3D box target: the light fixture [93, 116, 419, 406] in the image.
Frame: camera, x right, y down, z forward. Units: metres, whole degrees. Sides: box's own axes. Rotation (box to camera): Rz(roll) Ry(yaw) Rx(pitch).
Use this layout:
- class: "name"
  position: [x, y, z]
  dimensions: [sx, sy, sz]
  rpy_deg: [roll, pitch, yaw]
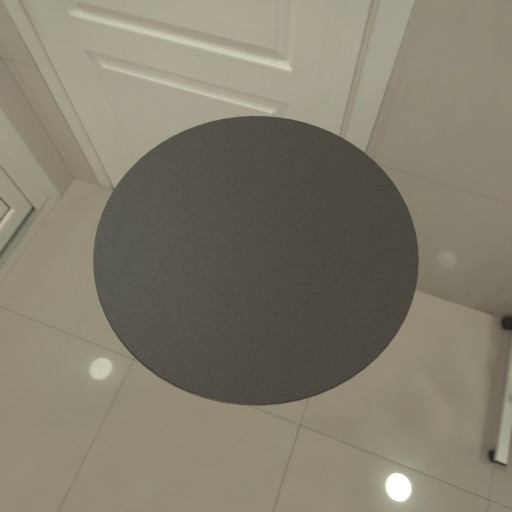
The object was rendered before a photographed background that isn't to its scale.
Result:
- class: "light fixture"
  position: [0.000, 0.000, 0.549]
  dimensions: [0.368, 0.100, 0.368]
  rpy_deg: [0, 63, 0]
